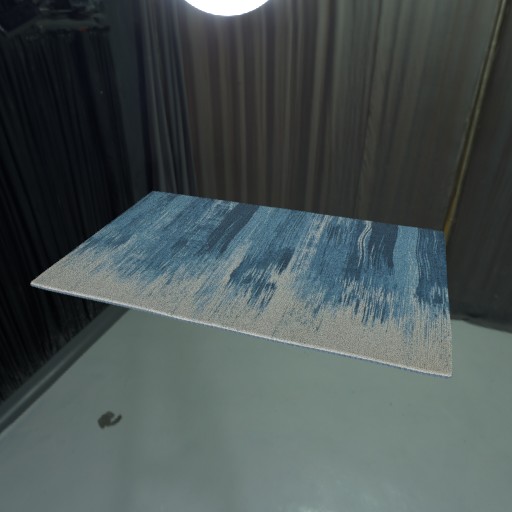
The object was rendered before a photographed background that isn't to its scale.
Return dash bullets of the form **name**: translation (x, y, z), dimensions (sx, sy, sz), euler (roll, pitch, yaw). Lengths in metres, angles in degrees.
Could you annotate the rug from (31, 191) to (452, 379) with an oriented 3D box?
- **rug**: translation (0.000, 0.000, 3.007), dimensions (2.450, 0.027, 1.540), euler (10, 33, 16)
